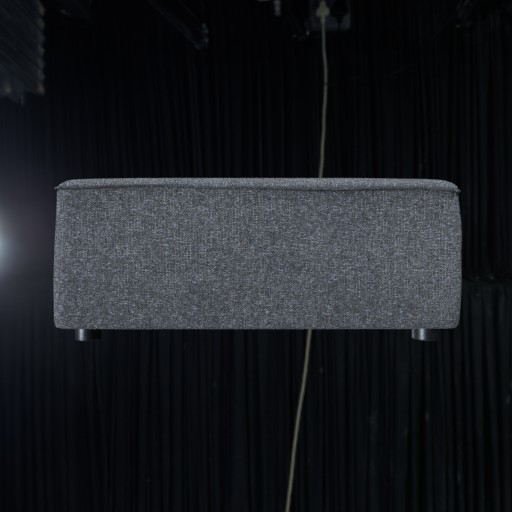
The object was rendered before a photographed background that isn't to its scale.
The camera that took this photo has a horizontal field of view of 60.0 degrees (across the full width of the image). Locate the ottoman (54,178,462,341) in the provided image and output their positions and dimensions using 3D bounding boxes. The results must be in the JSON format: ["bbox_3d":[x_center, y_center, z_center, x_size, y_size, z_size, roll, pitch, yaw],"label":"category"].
[{"bbox_3d":[0.000,0.000,1.570,1.021,0.423,1.017,0,0,0],"label":"ottoman"}]
